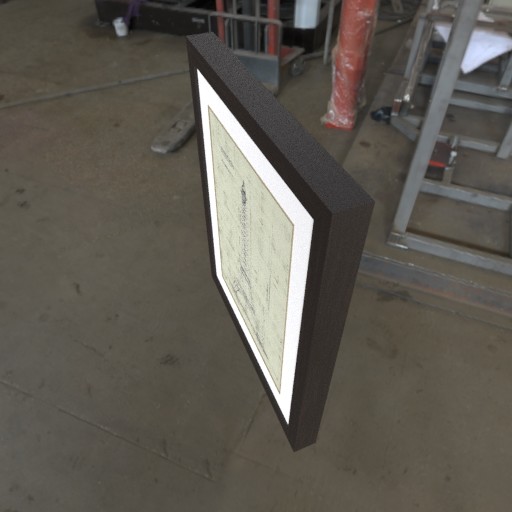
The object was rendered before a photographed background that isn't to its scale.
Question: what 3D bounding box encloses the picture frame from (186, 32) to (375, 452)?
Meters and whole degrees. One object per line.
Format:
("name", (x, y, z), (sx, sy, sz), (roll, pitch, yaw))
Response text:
("picture frame", (0.000, 0.000, 0.739), (0.044, 0.555, 0.452), (-17, 48, -16))
